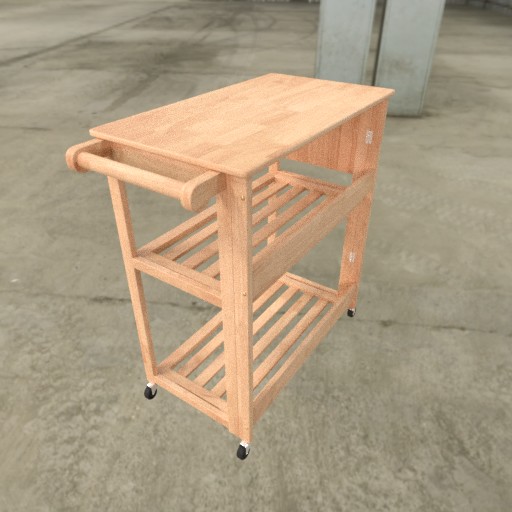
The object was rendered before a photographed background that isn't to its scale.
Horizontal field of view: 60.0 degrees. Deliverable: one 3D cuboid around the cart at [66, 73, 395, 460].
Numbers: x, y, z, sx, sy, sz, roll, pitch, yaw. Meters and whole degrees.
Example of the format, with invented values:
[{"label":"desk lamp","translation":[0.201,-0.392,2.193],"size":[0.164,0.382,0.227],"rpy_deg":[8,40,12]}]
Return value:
[{"label":"cart","translation":[0.000,0.000,1.352],"size":[0.432,0.879,0.853],"rpy_deg":[21,38,28]}]
